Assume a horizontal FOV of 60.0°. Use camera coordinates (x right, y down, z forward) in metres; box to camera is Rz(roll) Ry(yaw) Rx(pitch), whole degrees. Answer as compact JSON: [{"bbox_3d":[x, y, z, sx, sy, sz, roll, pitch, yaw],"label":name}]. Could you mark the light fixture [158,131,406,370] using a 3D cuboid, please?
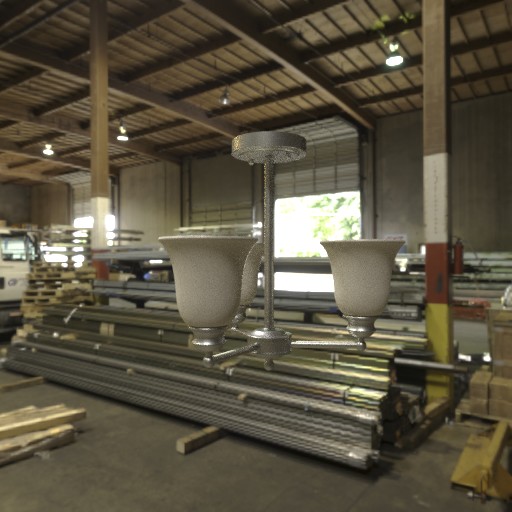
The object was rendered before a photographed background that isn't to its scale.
[{"bbox_3d":[0.000,0.000,0.688,0.388,0.370,0.354,0,0,35],"label":"light fixture"}]
